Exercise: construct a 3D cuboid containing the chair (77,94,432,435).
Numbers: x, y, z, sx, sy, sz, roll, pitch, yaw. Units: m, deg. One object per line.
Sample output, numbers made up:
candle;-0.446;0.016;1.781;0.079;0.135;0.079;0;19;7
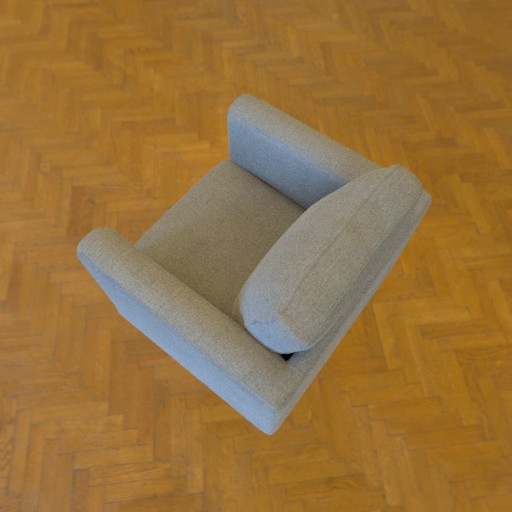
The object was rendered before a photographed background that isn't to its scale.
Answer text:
chair;0.000;0.000;1.577;0.800;0.927;0.855;35;68;16
